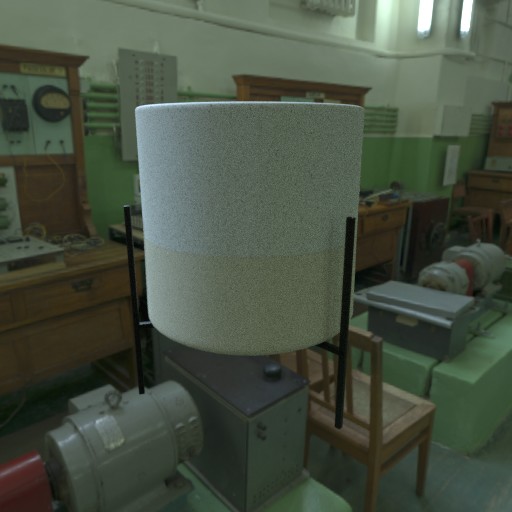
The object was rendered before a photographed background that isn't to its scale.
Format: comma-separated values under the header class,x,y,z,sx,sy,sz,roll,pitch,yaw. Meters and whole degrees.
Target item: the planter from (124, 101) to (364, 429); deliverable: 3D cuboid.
class,x,y,z,sx,sy,sz,roll,pitch,yaw
planter,0.000,0.000,0.664,0.313,0.423,0.335,-15,22,-43
